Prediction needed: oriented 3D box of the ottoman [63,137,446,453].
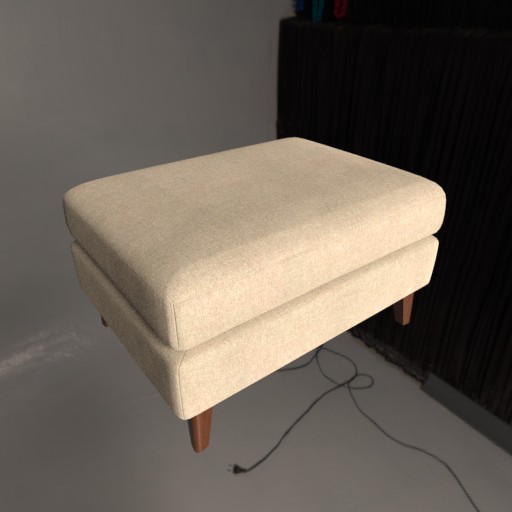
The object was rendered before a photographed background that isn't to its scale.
[{"bbox_3d":[0.000,0.000,1.227,0.823,0.478,0.610,-21,36,-32],"label":"ottoman"}]
